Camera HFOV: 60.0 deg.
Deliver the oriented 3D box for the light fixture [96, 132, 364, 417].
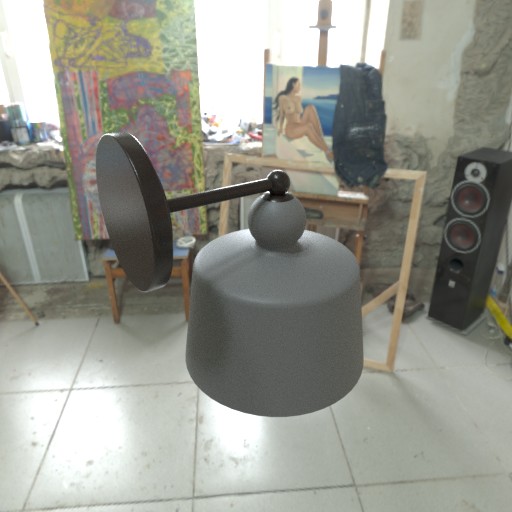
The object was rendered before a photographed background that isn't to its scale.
[{"bbox_3d":[0.000,0.000,0.444,0.254,0.268,0.204,-17,32,-30],"label":"light fixture"}]
